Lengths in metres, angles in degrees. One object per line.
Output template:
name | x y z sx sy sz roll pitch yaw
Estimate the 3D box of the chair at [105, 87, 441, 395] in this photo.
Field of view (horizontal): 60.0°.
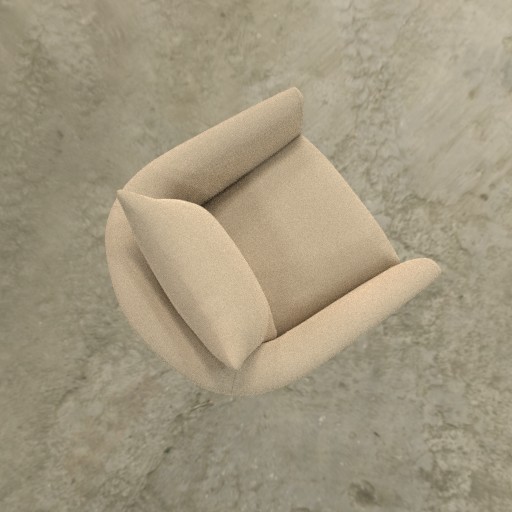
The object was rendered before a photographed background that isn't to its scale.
chair | 0.000 0.000 1.586 0.910 0.848 0.845 -34 79 -7
